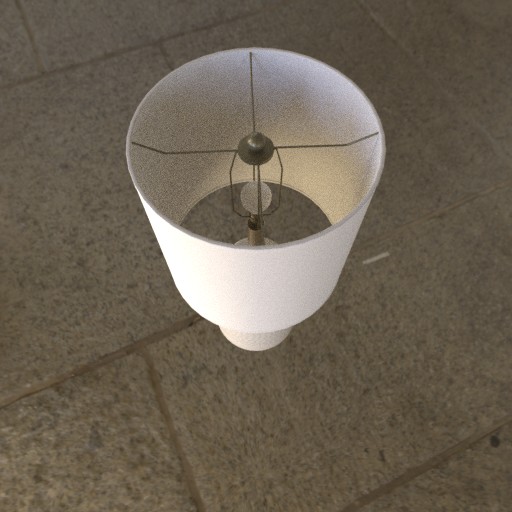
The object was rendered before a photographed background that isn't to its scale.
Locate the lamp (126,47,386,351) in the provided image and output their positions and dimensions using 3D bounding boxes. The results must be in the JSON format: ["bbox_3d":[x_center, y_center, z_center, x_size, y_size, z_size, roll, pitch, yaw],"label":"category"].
[{"bbox_3d":[0.000,0.000,0.498,0.188,0.392,0.188,33,68,15],"label":"lamp"}]
